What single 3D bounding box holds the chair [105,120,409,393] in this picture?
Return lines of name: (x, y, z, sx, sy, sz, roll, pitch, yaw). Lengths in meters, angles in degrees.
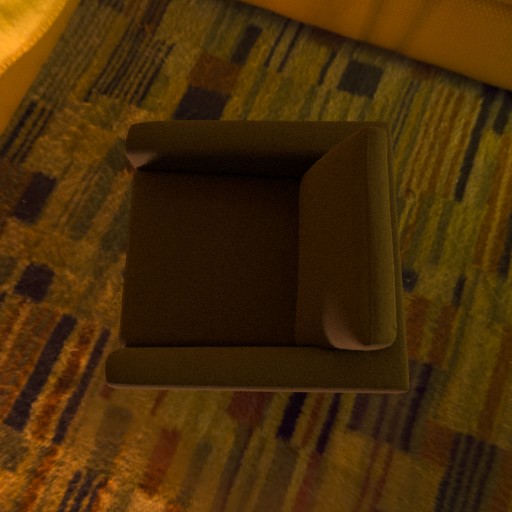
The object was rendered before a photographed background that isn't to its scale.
chair: (0.000, 0.000, 1.846, 1.100, 0.847, 1.070, 1, 75, 0)
